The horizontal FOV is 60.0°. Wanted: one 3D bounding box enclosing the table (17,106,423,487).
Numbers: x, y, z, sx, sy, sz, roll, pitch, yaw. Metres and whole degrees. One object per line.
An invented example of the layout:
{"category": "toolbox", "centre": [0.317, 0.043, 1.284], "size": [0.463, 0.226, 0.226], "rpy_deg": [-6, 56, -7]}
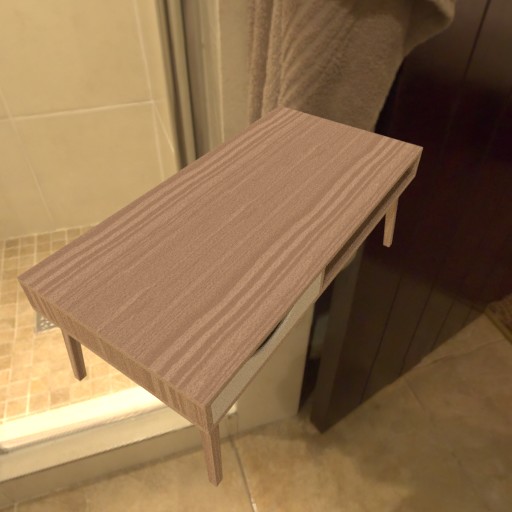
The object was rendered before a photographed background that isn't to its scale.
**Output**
{"category": "table", "centre": [0.000, 0.000, 1.477], "size": [0.600, 0.450, 1.200], "rpy_deg": [25, 48, 25]}
